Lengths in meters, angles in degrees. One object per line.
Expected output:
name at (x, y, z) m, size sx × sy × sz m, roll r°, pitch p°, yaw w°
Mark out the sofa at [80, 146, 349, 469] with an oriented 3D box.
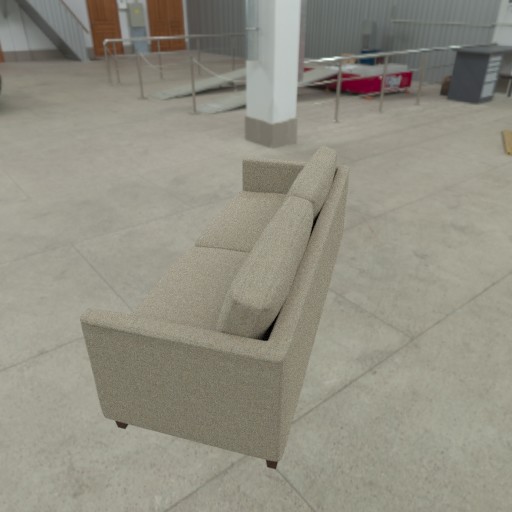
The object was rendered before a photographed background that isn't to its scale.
sofa at (0.000, 0.000, 2.940) m, size 0.951 × 0.965 × 2.434 m, roll 8°, pitch 31°, yaw 14°
